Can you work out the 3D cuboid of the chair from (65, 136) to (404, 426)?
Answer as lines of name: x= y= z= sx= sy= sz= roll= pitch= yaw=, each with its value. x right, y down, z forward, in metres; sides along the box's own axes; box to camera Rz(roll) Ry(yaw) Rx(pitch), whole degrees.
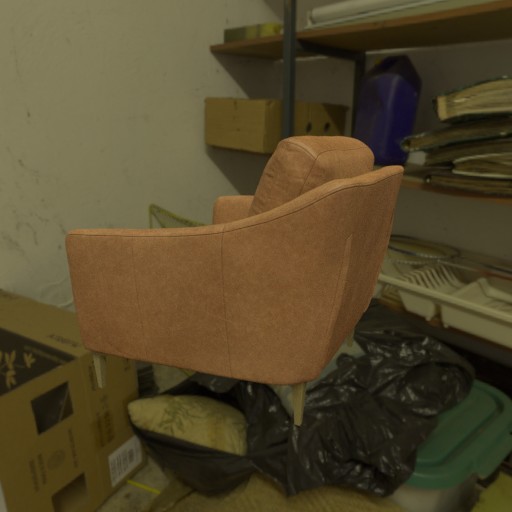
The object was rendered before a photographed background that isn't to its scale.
chair: x=0.000 y=0.000 z=1.709 sx=0.963 sy=0.895 sz=0.988 roll=8 pitch=17 yaw=26
